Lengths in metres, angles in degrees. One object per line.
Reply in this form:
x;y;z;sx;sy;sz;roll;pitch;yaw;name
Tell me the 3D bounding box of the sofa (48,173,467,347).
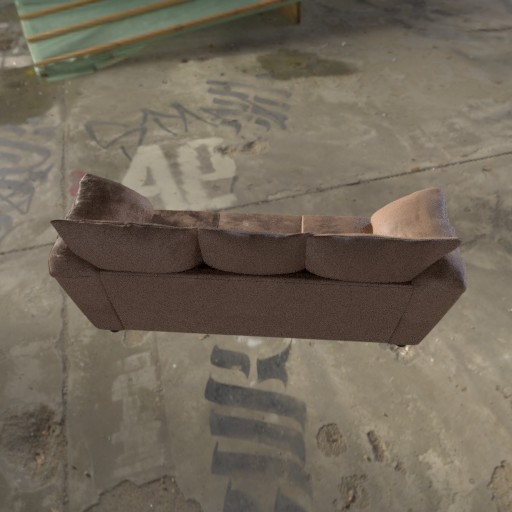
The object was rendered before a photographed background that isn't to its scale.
0.000;0.000;2.840;2.377;0.981;0.893;2;46;2;sofa
